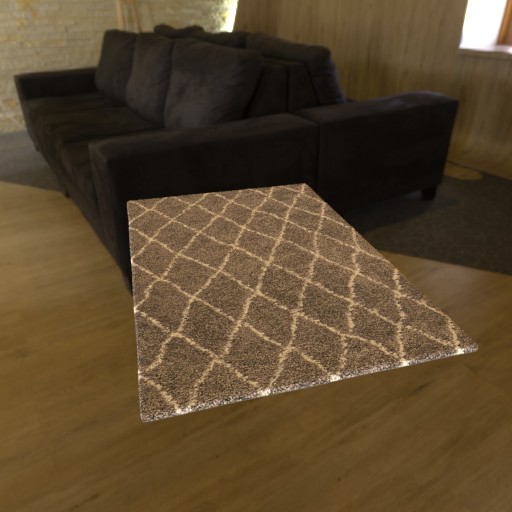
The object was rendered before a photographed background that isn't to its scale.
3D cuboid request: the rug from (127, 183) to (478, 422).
[{"bbox_3d":[0.000,0.000,2.234,1.219,0.030,1.778,-8,30,-13],"label":"rug"}]
